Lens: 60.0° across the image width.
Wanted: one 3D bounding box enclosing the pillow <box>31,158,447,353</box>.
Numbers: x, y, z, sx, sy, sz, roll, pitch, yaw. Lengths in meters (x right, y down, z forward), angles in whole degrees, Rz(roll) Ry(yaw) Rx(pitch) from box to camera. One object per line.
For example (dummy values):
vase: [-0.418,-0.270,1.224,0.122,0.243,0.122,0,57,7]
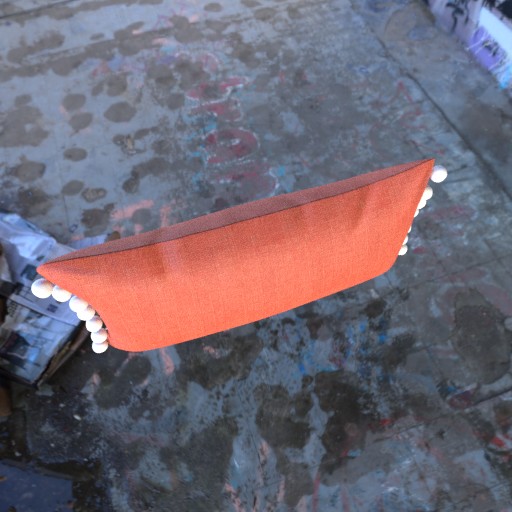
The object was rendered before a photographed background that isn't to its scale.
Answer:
pillow: [0.000,0.000,0.823,0.709,0.322,0.201,-17,60,-10]
